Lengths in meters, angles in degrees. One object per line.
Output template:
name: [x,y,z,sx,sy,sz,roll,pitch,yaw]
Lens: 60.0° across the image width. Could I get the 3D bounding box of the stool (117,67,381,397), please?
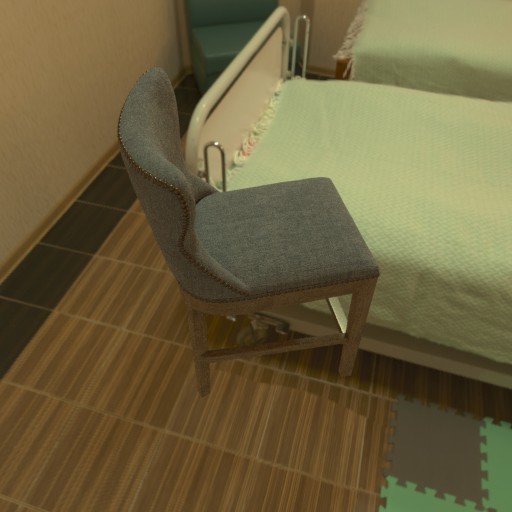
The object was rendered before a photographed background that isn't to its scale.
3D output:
stool: [0.000,0.000,1.322,0.608,0.981,0.498,-9,47,-9]
